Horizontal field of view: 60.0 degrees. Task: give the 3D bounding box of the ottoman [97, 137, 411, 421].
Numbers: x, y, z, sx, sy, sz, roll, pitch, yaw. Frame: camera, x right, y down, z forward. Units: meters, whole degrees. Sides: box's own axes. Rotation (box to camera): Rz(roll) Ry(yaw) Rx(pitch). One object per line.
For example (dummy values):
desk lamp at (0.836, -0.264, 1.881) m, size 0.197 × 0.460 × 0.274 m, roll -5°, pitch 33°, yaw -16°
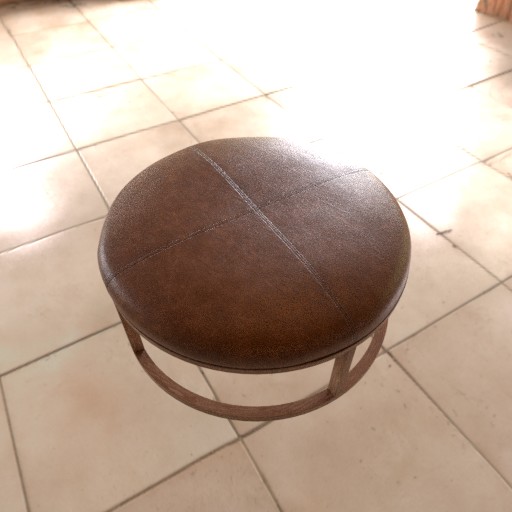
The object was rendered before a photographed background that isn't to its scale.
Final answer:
ottoman at (0.000, 0.000, 1.557) m, size 1.006 × 0.445 × 1.006 m, roll 0°, pitch 47°, yaw 0°
